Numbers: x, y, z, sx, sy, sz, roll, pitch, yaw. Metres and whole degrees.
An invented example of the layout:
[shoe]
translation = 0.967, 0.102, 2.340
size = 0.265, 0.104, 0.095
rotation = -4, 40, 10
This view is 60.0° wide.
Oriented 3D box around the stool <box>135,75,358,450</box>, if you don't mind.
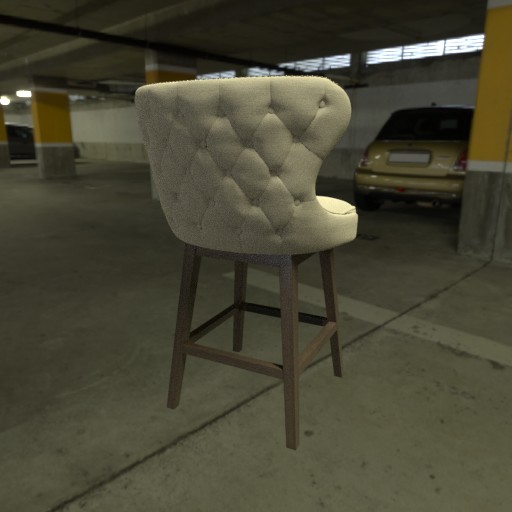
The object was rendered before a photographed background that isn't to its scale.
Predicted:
[stool]
translation = 0.000, 0.000, 1.368
size = 0.615, 0.972, 0.597
rotation = 8, 17, 26
